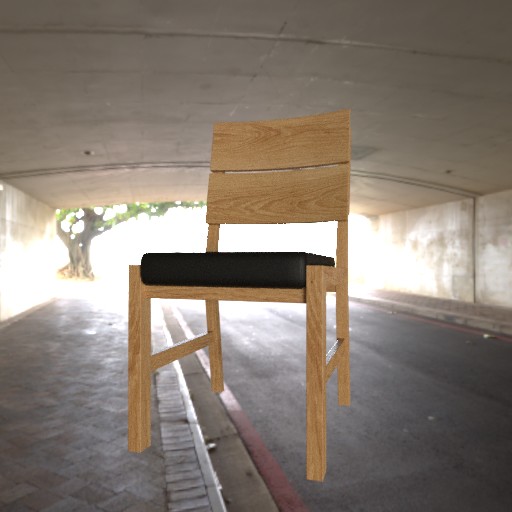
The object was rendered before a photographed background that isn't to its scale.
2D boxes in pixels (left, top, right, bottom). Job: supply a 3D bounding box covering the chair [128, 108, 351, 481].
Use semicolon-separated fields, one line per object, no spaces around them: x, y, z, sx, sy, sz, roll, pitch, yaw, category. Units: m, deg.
0.000;0.000;1.266;0.475;0.950;0.569;0;0;18;chair
